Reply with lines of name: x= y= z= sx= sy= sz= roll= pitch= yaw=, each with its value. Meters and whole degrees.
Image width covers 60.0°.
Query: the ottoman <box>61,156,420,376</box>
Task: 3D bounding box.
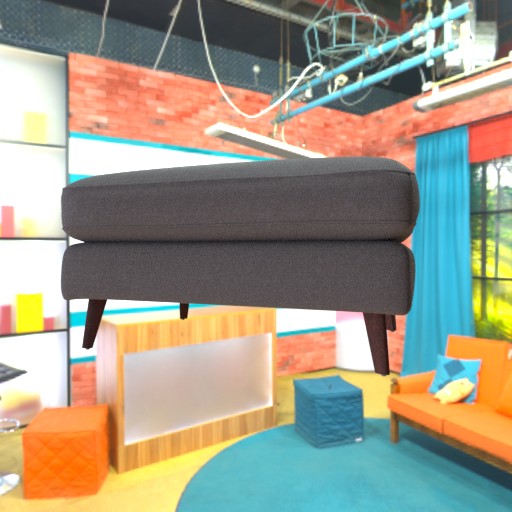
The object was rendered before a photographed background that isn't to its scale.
ottoman: x=0.000 y=0.000 z=1.181 sx=0.811 sy=0.449 sz=0.608 roll=0 pitch=1 yaw=19
